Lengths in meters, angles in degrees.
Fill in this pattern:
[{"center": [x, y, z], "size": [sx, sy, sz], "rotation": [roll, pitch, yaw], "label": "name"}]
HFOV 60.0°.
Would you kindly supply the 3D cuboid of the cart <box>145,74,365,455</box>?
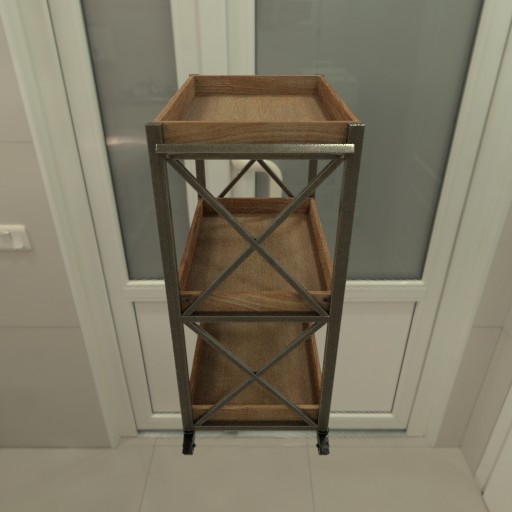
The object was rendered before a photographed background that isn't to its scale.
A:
[{"center": [0.000, 0.000, 1.191], "size": [0.377, 0.835, 0.673], "rotation": [0, 30, 0], "label": "cart"}]
